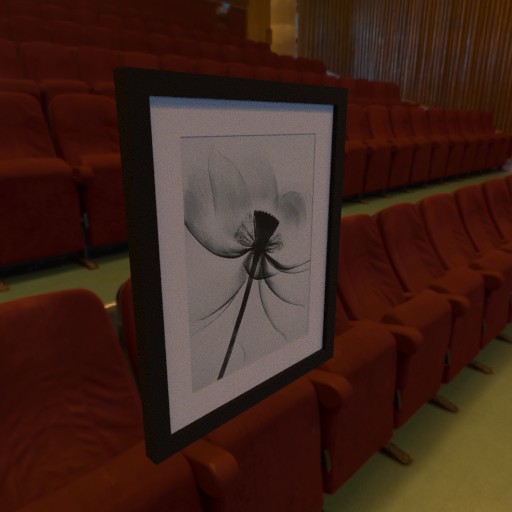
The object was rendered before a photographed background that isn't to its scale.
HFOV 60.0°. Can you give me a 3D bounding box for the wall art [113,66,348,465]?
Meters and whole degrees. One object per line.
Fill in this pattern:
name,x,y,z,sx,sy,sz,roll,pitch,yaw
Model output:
wall art,0.000,0.000,0.756,0.029,0.559,0.457,16,23,42
